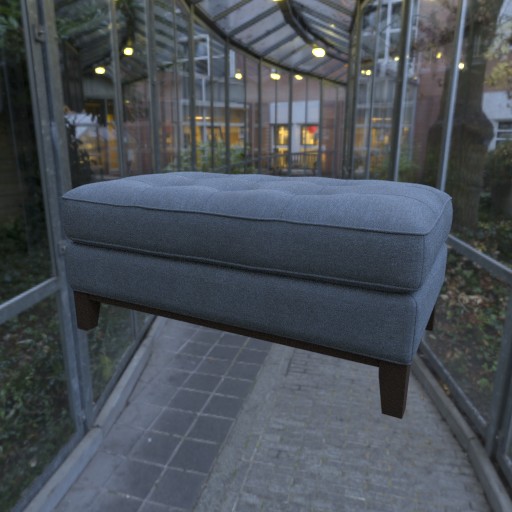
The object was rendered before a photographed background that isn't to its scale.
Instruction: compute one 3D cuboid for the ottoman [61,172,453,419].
[{"bbox_3d":[0.000,0.000,1.476,1.143,0.514,0.648,8,17,27],"label":"ottoman"}]
